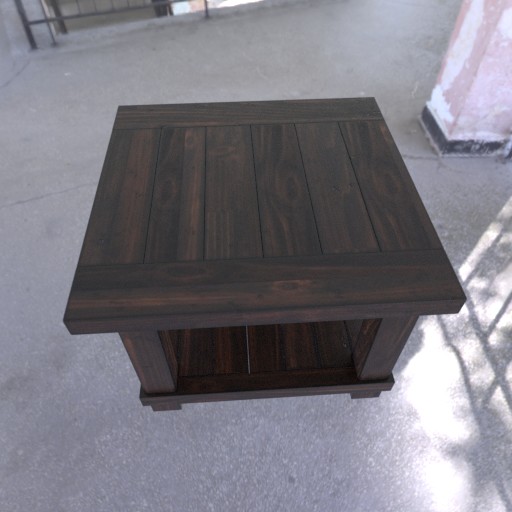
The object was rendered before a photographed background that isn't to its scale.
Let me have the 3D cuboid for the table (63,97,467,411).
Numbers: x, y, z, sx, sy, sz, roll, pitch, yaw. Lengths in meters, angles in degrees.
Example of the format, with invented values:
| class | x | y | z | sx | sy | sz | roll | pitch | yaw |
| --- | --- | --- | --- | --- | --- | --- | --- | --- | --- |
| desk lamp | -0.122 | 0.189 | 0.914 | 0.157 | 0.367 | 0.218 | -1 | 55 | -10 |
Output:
| class | x | y | z | sx | sy | sz | roll | pitch | yaw |
| --- | --- | --- | --- | --- | --- | --- | --- | --- | --- |
| table | 0.000 | 0.000 | 1.018 | 0.606 | 0.437 | 0.593 | -3 | 49 | -2 |
